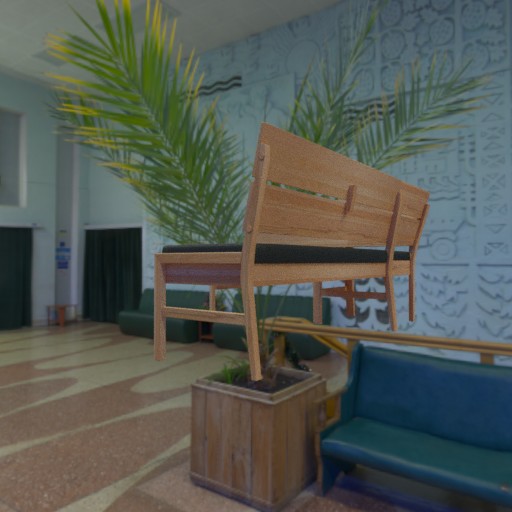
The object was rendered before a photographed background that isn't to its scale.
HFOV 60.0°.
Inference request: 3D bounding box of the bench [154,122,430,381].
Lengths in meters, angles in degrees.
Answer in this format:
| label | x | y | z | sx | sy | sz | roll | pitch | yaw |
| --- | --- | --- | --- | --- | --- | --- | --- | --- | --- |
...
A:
| label | x | y | z | sx | sy | sz | roll | pitch | yaw |
| --- | --- | --- | --- | --- | --- | --- | --- | --- | --- |
| bench | 0.000 | 0.000 | 2.748 | 1.548 | 0.890 | 1.948 | -1 | -1 | 37 |
